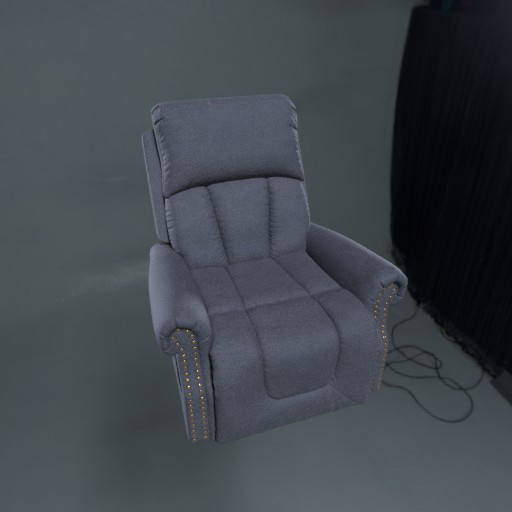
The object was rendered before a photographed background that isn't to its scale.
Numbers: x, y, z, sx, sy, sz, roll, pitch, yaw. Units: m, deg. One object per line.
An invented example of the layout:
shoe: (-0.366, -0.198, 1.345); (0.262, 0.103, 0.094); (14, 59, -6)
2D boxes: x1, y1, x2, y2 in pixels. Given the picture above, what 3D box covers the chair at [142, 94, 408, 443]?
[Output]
chair: (0.000, 0.000, 1.730); (0.871, 1.031, 0.979); (-10, 33, -16)
